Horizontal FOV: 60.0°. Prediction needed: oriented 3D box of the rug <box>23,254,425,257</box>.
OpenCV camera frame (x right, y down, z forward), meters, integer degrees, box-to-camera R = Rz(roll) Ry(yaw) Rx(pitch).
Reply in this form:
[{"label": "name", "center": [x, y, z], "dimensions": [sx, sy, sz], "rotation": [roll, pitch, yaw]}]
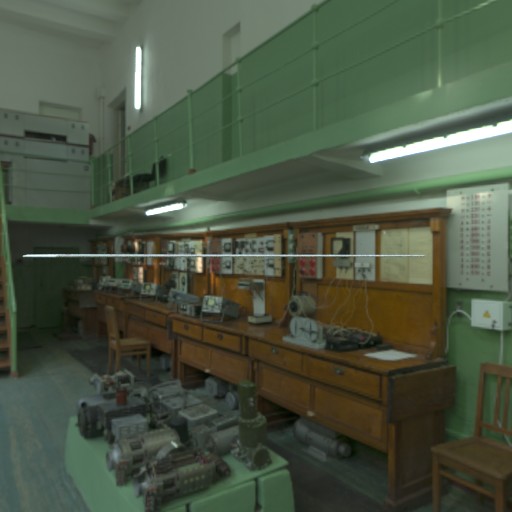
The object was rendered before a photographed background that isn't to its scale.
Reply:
[{"label": "rug", "center": [0.000, 0.000, 2.437], "dimensions": [2.196, 0.011, 0.662], "rotation": [0, 0, -36]}]
